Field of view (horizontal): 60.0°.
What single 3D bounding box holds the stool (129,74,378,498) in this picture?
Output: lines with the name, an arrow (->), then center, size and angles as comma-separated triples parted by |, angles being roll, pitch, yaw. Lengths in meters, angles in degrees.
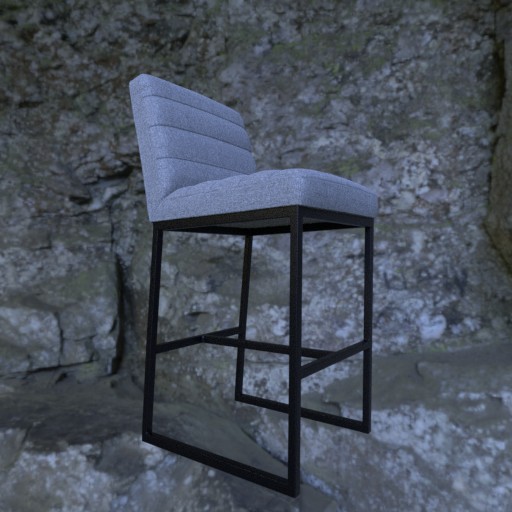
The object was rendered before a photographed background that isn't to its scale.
stool -> 0.000, 0.000, 1.272 | 0.571, 1.034, 0.459 | 0, 1, 36
